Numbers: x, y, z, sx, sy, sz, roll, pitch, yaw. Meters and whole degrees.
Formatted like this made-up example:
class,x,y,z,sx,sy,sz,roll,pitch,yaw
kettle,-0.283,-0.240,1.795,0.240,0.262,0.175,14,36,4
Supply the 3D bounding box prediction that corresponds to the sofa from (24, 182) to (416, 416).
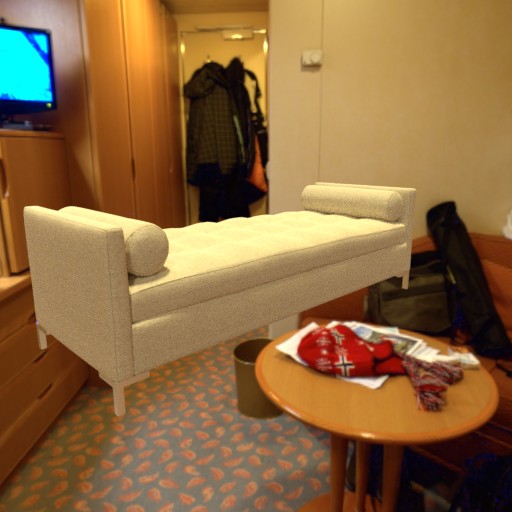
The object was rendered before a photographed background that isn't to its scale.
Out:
class,x,y,z,sx,sy,sz,roll,pitch,yaw
sofa,0.000,0.000,2.422,2.102,0.655,0.797,-13,19,-43
